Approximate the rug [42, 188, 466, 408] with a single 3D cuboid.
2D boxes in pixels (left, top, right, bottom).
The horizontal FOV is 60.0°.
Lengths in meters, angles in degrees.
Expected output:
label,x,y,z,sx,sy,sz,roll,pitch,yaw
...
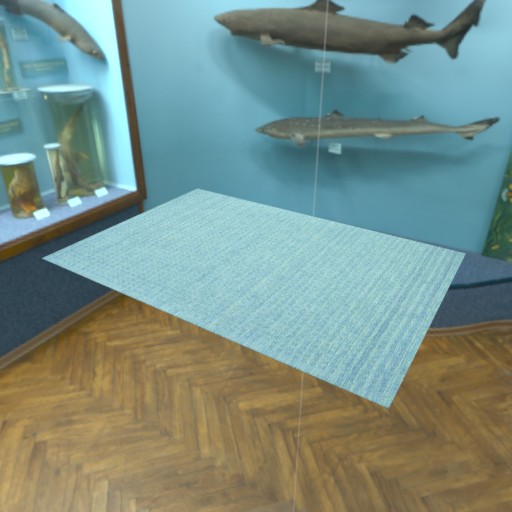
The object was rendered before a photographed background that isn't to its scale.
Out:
label,x,y,z,sx,sy,sz,roll,pitch,yaw
rug,0.000,0.000,3.673,2.895,0.006,1.982,17,33,29
